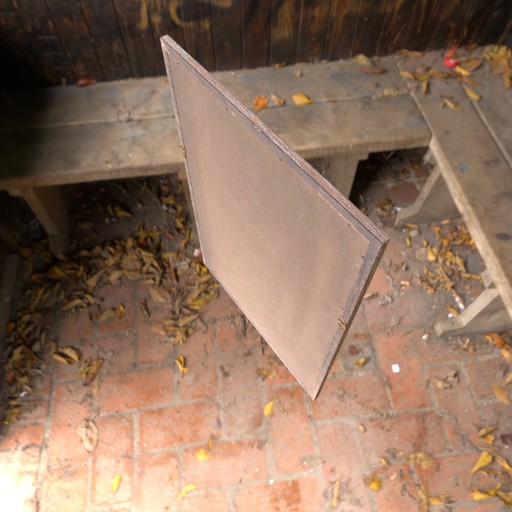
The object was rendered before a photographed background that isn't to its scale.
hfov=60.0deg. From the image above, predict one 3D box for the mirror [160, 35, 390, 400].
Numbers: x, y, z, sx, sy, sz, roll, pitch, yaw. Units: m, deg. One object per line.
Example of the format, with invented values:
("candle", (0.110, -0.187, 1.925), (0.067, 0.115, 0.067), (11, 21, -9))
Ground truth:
("mirror", (0.000, 0.000, 1.286), (0.025, 0.996, 0.705), (-32, 63, -18))
